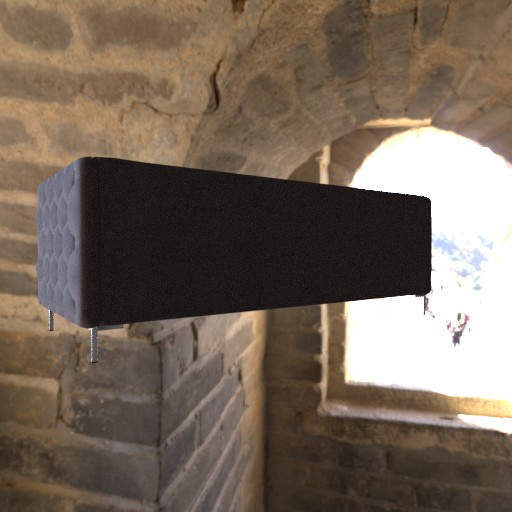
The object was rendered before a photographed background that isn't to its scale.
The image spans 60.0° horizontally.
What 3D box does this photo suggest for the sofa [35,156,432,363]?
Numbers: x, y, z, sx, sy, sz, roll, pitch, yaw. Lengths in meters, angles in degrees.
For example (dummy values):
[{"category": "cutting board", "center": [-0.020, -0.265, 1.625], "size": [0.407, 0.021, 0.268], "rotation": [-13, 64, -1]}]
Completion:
[{"category": "sofa", "center": [0.000, 0.000, 2.567], "size": [2.209, 0.771, 0.895], "rotation": [-1, 1, -35]}]
